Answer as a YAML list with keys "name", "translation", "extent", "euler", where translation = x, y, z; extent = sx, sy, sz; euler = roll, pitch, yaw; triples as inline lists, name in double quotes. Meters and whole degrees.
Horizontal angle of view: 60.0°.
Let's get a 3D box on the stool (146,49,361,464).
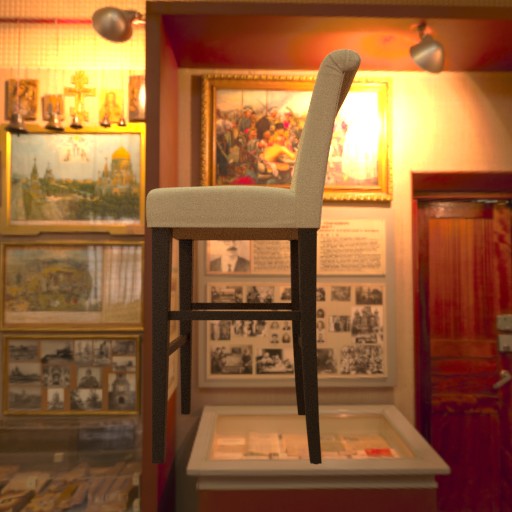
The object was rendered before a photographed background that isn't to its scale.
- name: "stool"
  translation: [0.000, 0.000, 1.420]
  extent: [0.597, 1.124, 0.452]
  euler: [0, -3, 1]
